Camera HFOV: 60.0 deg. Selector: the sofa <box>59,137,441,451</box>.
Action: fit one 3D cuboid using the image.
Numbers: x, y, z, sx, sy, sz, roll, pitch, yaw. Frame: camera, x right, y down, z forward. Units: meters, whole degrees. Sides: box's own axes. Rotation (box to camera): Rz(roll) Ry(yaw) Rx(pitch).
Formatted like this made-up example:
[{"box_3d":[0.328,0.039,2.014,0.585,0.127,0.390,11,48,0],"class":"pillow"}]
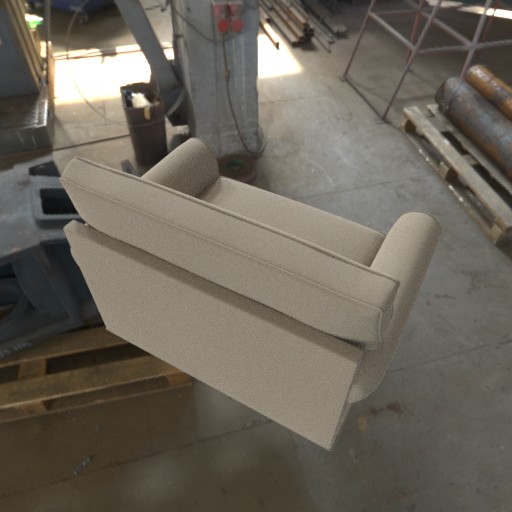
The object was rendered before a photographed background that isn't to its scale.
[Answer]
[{"box_3d":[0.000,0.000,2.020,1.405,1.006,0.937,22,51,19],"class":"sofa"}]
